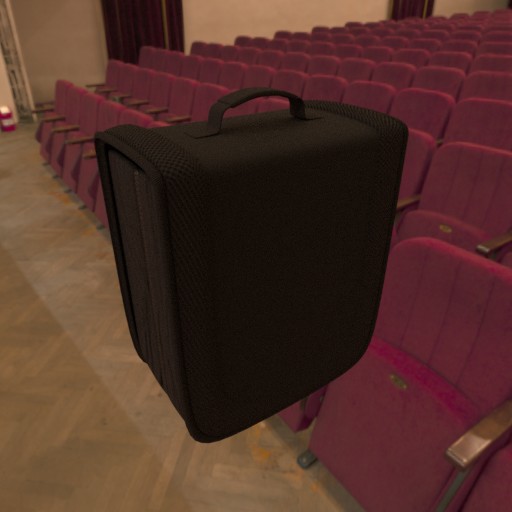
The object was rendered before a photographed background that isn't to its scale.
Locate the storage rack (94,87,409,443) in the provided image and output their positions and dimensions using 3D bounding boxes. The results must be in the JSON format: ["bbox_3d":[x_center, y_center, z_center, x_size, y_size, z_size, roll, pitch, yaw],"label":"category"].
[{"bbox_3d":[0.000,0.000,0.542,0.297,0.387,0.168,-18,34,-29],"label":"storage rack"}]
